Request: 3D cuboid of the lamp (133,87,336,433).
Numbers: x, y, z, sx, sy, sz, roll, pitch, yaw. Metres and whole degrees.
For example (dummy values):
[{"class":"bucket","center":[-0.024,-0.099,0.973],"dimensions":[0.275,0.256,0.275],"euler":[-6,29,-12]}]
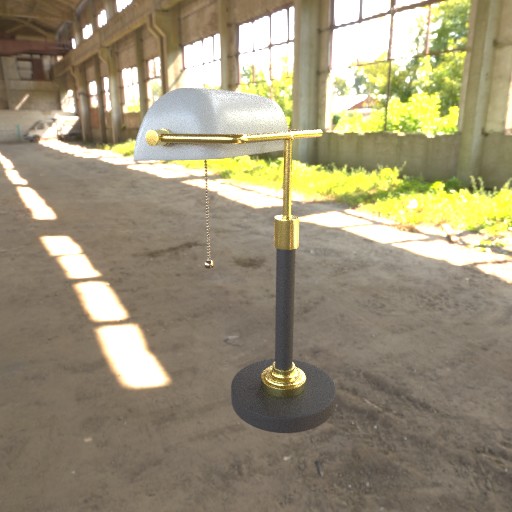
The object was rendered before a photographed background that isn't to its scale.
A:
[{"class":"lamp","center":[0.000,0.000,0.574],"dimensions":[0.227,0.404,0.269],"euler":[8,19,24]}]
